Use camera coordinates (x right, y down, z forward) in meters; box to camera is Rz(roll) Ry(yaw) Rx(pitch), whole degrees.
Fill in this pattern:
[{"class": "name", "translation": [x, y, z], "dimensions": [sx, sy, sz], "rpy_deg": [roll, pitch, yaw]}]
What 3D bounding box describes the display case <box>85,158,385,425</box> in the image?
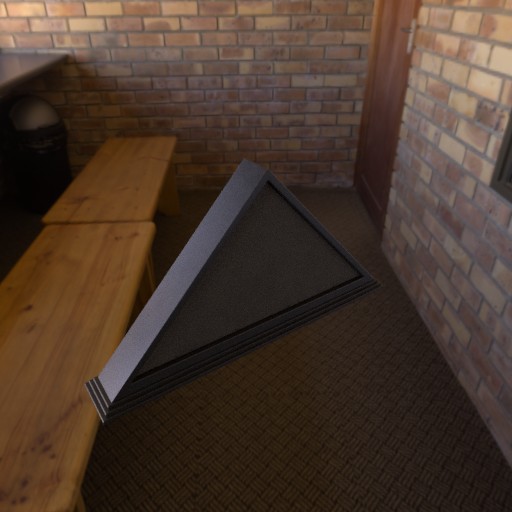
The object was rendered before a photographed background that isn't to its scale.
[{"class": "display case", "translation": [0.000, 0.000, 0.786], "dimensions": [0.640, 0.340, 0.095], "rpy_deg": [-20, 36, -29]}]
